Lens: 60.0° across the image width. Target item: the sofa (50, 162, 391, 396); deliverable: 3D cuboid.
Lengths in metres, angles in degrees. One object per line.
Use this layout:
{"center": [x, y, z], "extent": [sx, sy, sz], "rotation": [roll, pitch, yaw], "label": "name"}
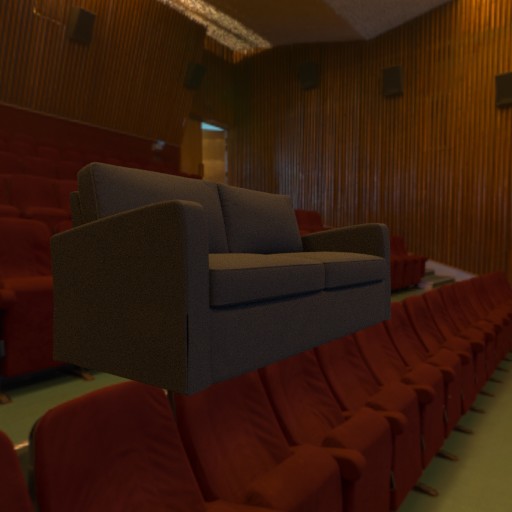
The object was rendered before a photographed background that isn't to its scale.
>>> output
{"center": [0.000, 0.000, 2.355], "extent": [0.898, 0.839, 1.852], "rotation": [1, 1, 36], "label": "sofa"}
